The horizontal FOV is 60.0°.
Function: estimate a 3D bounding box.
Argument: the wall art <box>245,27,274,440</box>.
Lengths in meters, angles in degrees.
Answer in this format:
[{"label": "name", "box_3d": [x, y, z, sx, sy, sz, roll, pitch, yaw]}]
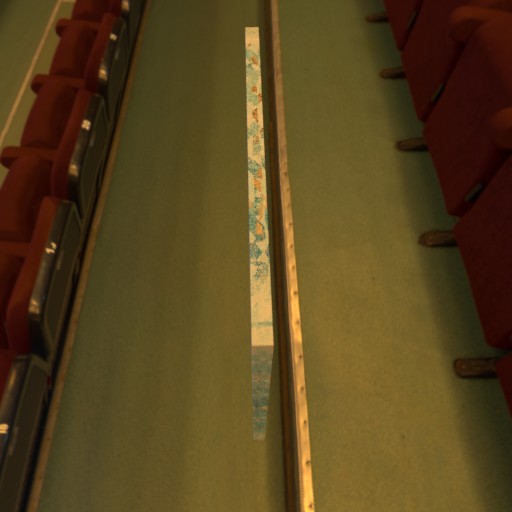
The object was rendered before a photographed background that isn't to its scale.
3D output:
[{"label": "wall art", "box_3d": [0.000, 0.000, 1.369, 0.040, 0.916, 0.916, -1, 58, -1]}]
